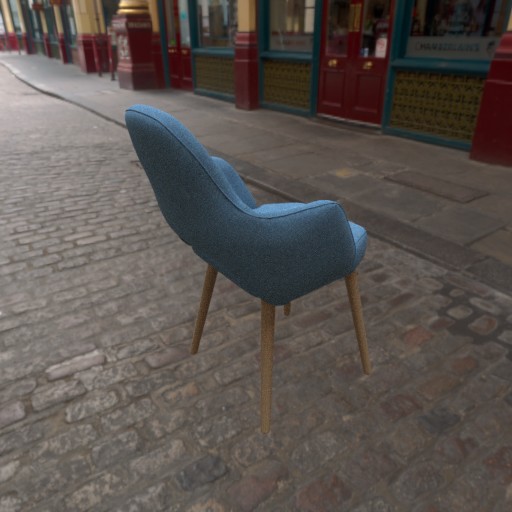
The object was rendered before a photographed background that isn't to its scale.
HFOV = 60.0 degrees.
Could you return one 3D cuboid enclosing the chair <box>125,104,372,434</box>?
[{"bbox_3d":[0.000,0.000,1.352,0.666,0.920,0.589,-17,31,-31],"label":"chair"}]
